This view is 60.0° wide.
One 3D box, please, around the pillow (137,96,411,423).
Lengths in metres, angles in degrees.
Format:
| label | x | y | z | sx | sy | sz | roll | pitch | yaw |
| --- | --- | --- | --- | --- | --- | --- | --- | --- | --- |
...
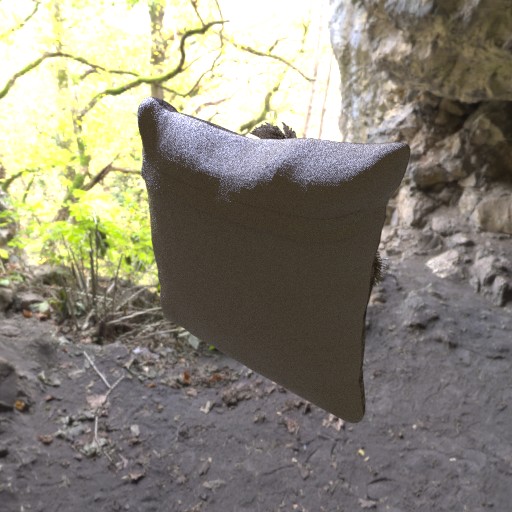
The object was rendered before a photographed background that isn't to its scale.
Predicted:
| label | x | y | z | sx | sy | sz | roll | pitch | yaw |
| --- | --- | --- | --- | --- | --- | --- | --- | --- | --- |
| pillow | 0.000 | 0.000 | 0.778 | 0.484 | 0.490 | 0.234 | 22 | 37 | 32 |
